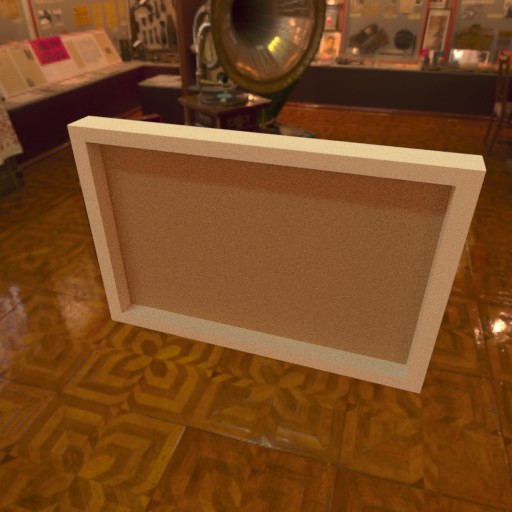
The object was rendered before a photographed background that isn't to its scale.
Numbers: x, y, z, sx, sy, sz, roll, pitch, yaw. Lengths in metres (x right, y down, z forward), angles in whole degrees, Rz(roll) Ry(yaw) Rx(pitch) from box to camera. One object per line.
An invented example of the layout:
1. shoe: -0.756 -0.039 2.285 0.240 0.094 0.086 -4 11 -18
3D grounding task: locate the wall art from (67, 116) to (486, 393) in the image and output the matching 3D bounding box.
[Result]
1. wall art: 0.000 0.000 0.473 0.384 0.254 0.039 10 34 16
